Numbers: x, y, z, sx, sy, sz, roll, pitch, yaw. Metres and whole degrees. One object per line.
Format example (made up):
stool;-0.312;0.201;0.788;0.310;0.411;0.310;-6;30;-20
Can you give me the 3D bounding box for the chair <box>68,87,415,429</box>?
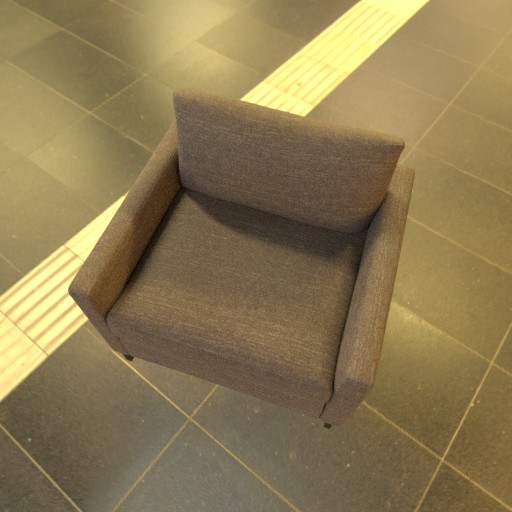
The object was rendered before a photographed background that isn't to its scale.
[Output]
chair;0.000;0.000;1.582;0.940;0.841;0.845;16;59;10
